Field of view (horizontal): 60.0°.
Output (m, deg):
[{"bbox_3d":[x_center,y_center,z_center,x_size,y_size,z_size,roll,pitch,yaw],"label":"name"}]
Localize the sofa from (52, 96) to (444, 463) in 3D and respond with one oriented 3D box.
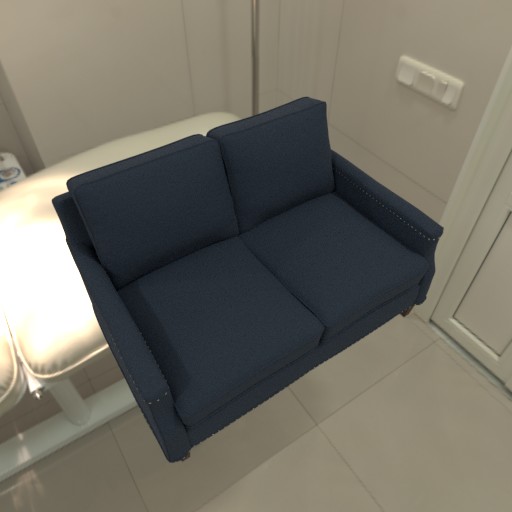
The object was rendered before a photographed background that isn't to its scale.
[{"bbox_3d":[0.000,0.000,2.217,1.597,1.003,1.084,-26,52,-22],"label":"sofa"}]
